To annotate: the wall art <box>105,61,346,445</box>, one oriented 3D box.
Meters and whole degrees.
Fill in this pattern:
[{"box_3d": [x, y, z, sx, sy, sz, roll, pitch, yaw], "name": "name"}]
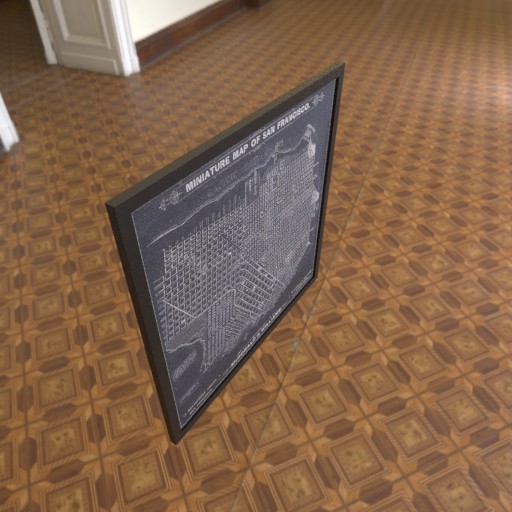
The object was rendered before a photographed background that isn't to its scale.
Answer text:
[{"box_3d": [0.000, 0.000, 1.212, 0.022, 0.807, 0.807, 25, 47, 25], "name": "wall art"}]
